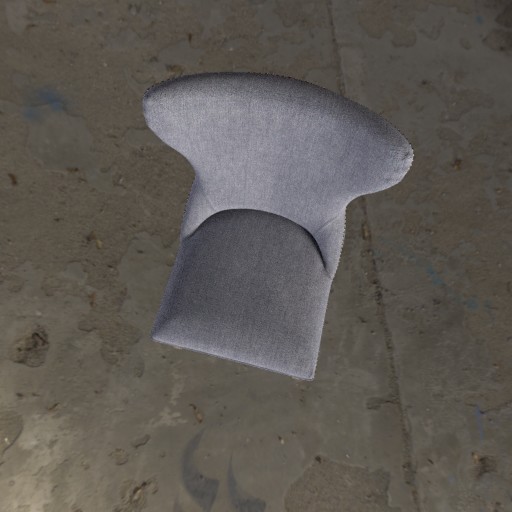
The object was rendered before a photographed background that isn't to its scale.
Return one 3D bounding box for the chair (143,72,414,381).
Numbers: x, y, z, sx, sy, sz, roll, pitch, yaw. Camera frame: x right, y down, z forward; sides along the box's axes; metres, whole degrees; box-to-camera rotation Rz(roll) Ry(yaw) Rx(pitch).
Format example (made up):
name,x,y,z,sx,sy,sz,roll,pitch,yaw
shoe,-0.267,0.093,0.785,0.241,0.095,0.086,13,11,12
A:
name,x,y,z,sx,sy,sz,roll,pitch,yaw
chair,0.000,0.000,1.436,0.654,1.002,0.681,14,75,4
